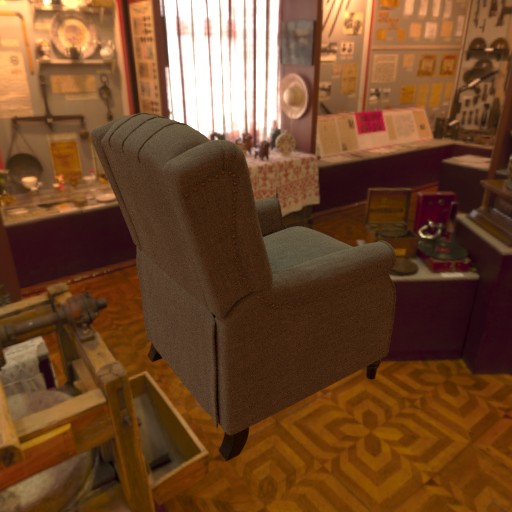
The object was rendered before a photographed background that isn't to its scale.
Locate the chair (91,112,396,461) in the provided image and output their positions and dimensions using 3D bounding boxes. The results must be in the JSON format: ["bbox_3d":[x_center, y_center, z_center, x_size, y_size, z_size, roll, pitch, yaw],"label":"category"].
[{"bbox_3d":[0.000,0.000,1.631,0.898,1.035,0.742,-16,29,-31],"label":"chair"}]
